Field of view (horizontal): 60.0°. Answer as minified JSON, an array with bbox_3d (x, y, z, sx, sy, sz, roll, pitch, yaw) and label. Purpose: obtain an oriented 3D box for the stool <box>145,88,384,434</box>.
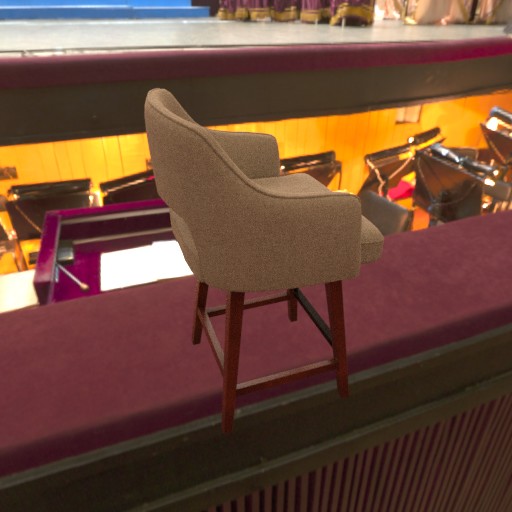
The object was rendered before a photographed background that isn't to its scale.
[{"bbox_3d":[0.000,0.000,1.348,0.558,0.944,0.599,-10,32,-17],"label":"stool"}]
